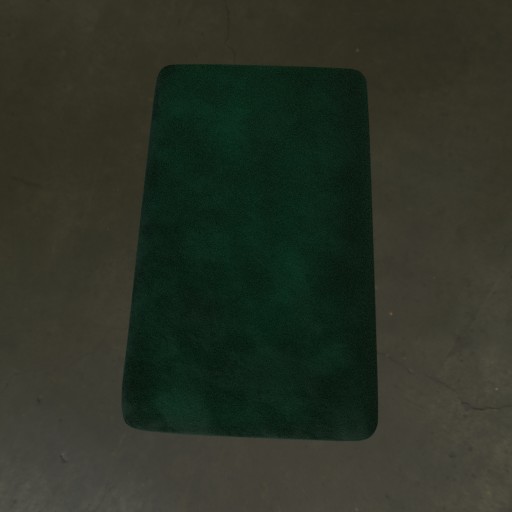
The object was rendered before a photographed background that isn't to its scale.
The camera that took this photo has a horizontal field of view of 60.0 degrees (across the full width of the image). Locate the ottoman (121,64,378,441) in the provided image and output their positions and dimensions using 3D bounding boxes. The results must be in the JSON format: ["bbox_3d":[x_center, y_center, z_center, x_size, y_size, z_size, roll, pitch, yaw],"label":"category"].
[{"bbox_3d":[0.000,0.000,1.219,0.536,0.533,0.886,2,75,1],"label":"ottoman"}]
